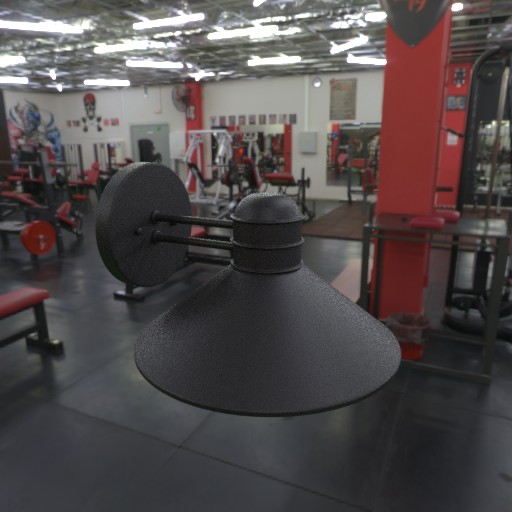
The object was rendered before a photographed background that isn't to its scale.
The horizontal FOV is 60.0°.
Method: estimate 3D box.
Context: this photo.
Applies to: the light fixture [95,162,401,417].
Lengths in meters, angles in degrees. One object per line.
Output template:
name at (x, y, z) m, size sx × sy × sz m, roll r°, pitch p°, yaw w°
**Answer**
light fixture at (0.000, 0.000, 0.661) m, size 0.434 × 0.265 × 0.396 m, roll 8°, pitch 17°, yaw 27°
